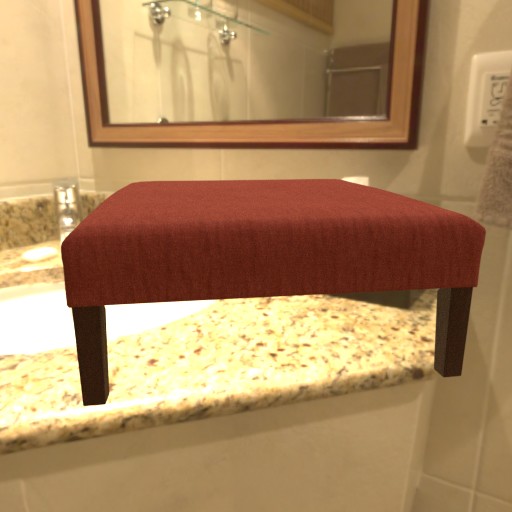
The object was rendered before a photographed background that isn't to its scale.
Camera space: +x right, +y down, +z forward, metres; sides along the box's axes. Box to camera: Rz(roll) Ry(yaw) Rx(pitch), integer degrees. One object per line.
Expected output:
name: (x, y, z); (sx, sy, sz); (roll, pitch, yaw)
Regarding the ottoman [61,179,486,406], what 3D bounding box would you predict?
ottoman: (0.000, 0.000, 1.365); (0.889, 0.411, 0.890); (-2, 15, -8)
